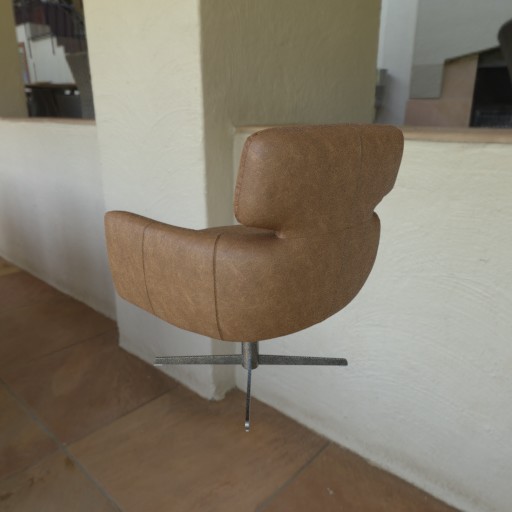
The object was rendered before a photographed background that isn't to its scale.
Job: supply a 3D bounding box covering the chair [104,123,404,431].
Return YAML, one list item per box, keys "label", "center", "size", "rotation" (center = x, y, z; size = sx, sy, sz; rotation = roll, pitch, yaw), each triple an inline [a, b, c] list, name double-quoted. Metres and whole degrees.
- label: "chair"
  center: [0.000, 0.000, 1.396]
  size: [0.706, 0.812, 0.715]
  rotation: [-17, 24, -42]
